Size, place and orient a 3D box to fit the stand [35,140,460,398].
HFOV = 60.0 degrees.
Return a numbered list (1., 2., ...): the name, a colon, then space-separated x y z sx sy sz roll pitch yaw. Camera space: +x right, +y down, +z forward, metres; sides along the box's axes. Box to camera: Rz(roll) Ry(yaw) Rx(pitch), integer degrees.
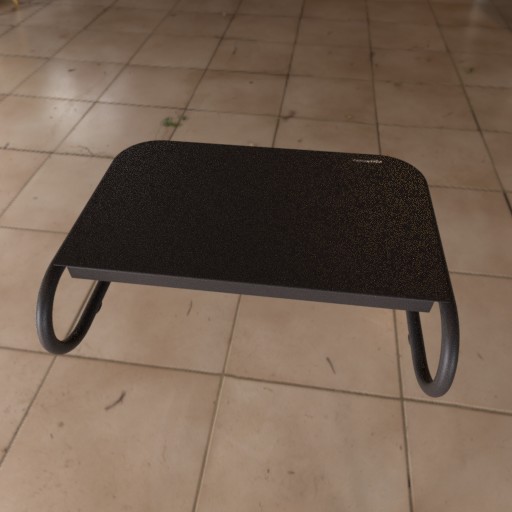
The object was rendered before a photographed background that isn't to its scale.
1. stand: 0.000 0.000 0.489 0.370 0.108 0.280 5 46 5
